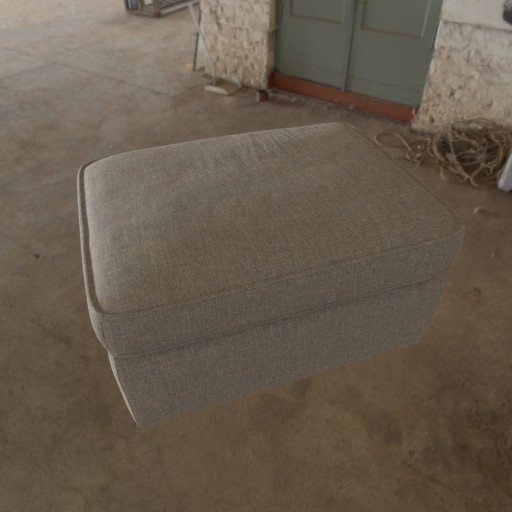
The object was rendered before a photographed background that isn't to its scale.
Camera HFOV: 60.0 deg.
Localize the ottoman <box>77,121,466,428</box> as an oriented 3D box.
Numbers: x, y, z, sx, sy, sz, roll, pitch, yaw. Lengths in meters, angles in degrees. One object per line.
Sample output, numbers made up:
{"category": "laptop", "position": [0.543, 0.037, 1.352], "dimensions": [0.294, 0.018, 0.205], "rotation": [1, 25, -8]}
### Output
{"category": "ottoman", "position": [0.000, 0.000, 1.109], "dimensions": [0.762, 0.457, 0.559], "rotation": [-13, 43, -14]}
